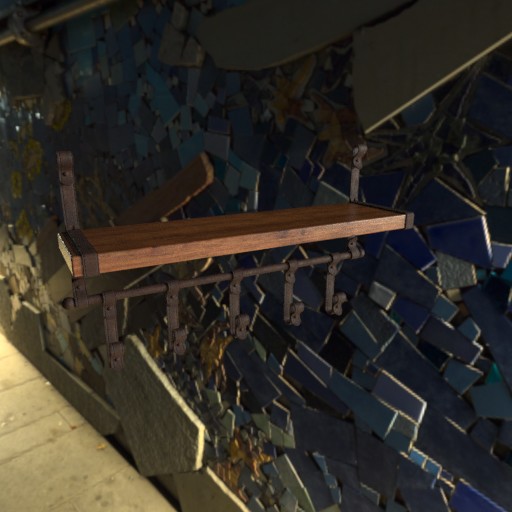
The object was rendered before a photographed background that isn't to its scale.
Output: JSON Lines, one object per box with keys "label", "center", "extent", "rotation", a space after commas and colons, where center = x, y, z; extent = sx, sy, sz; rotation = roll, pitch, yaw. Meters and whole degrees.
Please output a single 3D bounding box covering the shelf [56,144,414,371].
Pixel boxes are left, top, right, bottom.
{"label": "shelf", "center": [0.000, 0.000, 0.700], "extent": [0.567, 0.330, 0.146], "rotation": [-9, 18, -28]}
